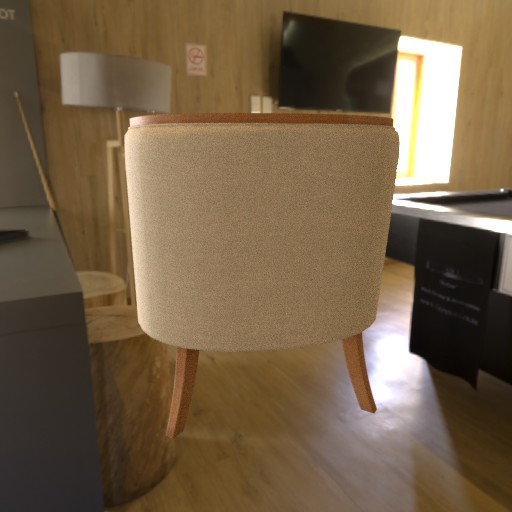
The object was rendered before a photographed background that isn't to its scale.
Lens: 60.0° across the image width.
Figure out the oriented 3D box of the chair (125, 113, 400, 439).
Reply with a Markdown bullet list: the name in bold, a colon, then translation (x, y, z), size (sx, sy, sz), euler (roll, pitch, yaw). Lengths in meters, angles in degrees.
- **chair**: translation (0.000, 0.000, 1.341), size (0.711, 0.775, 0.757), euler (-3, 14, -11)
